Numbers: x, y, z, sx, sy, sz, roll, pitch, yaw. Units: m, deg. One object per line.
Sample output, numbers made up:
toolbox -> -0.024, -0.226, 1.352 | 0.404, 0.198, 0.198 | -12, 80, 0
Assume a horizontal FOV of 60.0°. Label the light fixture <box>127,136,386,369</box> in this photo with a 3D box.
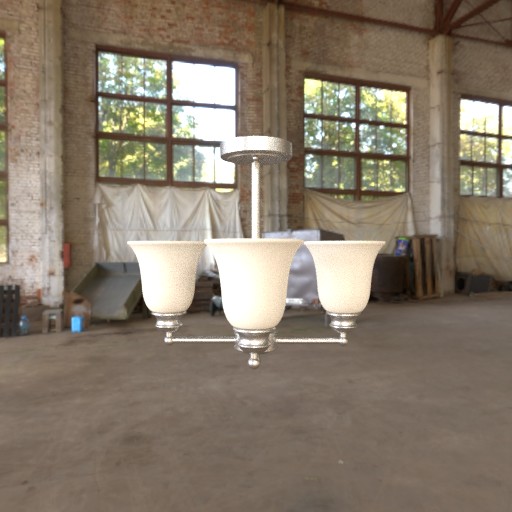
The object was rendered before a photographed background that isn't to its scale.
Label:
light fixture -> 0.000, 0.000, 0.743 | 0.427, 0.370, 0.427 | 0, 1, 1
